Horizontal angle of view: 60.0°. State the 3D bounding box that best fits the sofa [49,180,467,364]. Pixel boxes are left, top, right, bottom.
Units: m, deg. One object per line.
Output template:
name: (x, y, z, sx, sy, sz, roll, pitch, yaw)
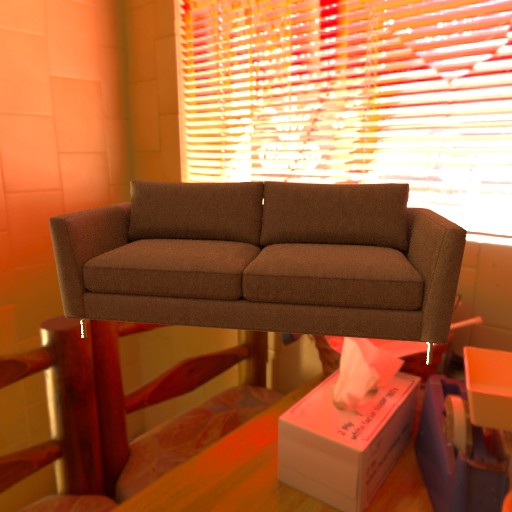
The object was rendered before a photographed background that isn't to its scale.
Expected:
sofa: (0.000, 0.000, 2.659, 2.121, 0.864, 0.889, 2, 13, 10)
